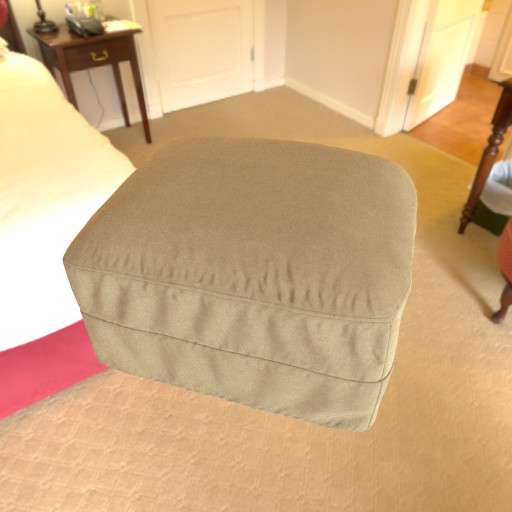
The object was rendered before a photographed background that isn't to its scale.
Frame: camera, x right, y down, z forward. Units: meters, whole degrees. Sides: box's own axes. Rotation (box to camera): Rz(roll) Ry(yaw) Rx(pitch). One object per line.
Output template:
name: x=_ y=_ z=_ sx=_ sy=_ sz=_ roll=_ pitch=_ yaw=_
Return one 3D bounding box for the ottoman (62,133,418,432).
ottoman: x=0.000 y=0.000 z=1.085 sx=0.712 sy=0.480 sz=0.584 roll=11 pitch=42 yaw=13
